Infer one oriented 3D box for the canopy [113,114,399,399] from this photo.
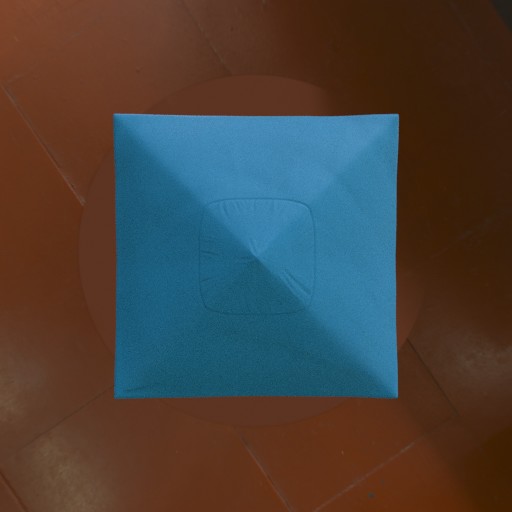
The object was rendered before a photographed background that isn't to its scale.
[{"bbox_3d":[0.000,0.000,5.365,2.998,2.997,2.996,0,91,0],"label":"canopy"}]
